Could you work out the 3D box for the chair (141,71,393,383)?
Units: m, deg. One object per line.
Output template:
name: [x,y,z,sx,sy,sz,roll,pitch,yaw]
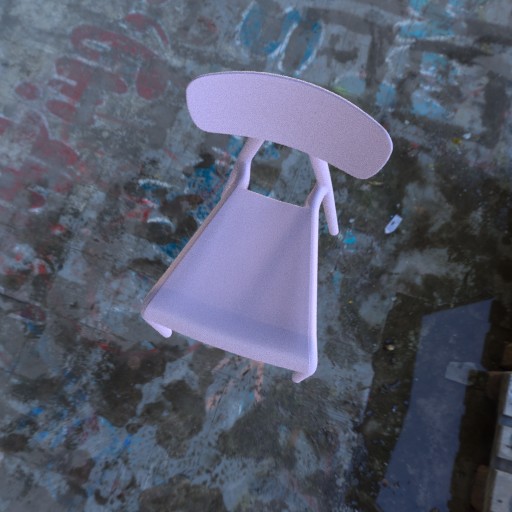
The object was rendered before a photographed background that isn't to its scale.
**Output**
chair: [0.000,0.000,0.830,0.356,0.580,0.401,18,78,4]
